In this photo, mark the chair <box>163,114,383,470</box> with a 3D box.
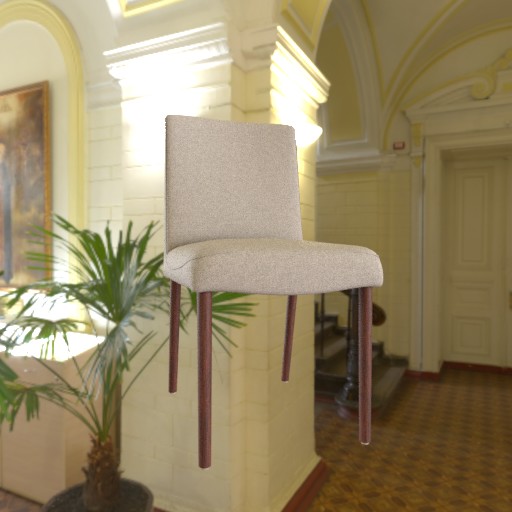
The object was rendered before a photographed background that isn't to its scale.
[{"bbox_3d":[0.000,0.000,1.181,0.456,0.859,0.570,0,1,-18],"label":"chair"}]
